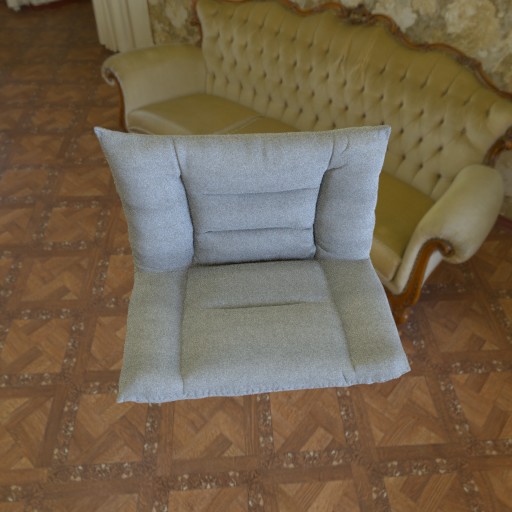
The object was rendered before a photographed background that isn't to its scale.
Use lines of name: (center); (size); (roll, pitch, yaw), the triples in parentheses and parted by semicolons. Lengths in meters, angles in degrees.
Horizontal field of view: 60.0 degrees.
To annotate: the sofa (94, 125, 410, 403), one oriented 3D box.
sofa: (0.000, 0.000, 1.724); (1.144, 0.795, 0.847); (-4, 46, -3)
